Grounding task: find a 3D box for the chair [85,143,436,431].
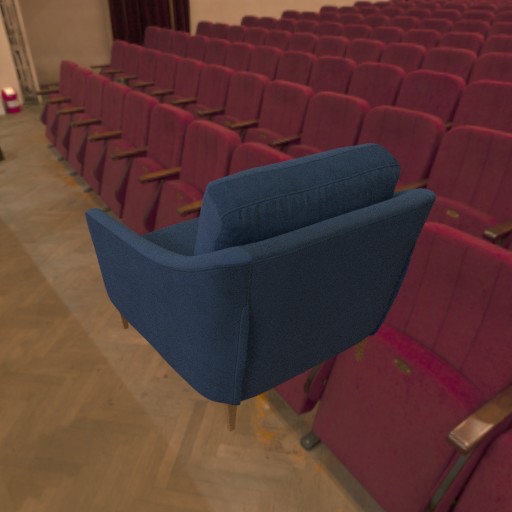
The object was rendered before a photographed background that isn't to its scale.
[{"bbox_3d":[0.000,0.000,1.682,0.987,0.899,0.961,-19,36,-28],"label":"chair"}]
